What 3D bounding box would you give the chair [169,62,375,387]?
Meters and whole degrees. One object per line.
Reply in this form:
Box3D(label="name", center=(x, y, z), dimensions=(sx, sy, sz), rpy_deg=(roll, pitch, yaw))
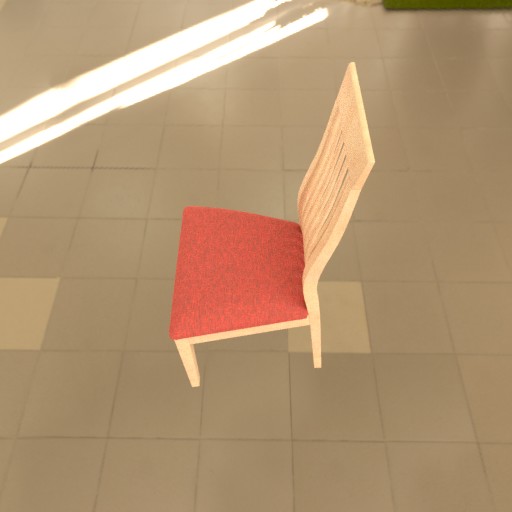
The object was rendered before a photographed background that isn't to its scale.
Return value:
Box3D(label="chair", center=(0.000, 0.000, 1.268), dimensions=(0.474, 1.027, 0.460), rpy_deg=(0, 57, 0))
